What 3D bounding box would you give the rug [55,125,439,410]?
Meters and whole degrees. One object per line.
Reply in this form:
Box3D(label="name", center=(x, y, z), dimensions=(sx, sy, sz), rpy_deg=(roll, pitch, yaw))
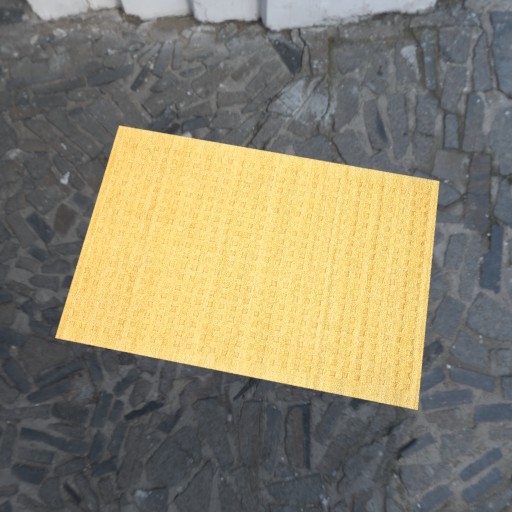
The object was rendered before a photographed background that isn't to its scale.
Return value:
Box3D(label="rug", center=(0.000, 0.000, 2.930), dimensions=(2.286, 0.006, 1.524), rpy_deg=(11, 76, 3))
